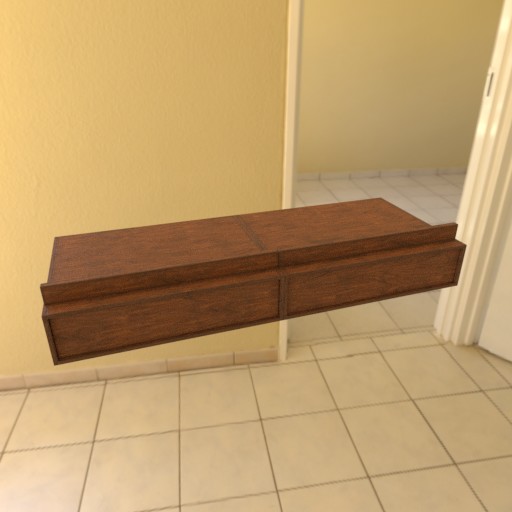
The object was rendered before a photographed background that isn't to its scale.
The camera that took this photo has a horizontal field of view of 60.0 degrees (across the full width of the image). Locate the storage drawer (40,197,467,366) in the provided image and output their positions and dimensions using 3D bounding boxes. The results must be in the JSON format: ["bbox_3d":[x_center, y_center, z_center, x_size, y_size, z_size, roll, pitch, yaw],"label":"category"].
[{"bbox_3d":[0.000,0.000,2.259,1.914,0.339,0.774,-9,28,-17],"label":"storage drawer"}]
